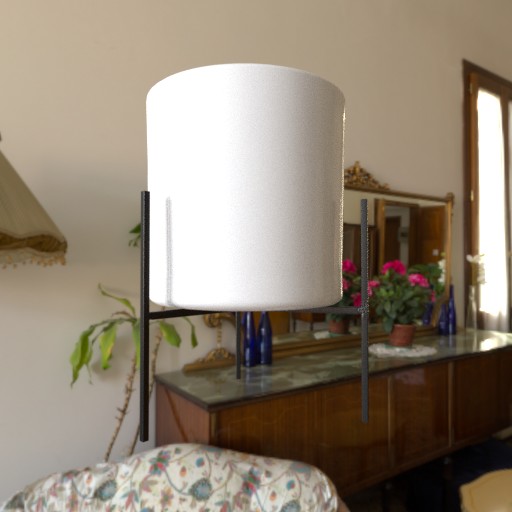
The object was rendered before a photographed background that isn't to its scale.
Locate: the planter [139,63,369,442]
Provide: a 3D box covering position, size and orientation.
[{"bbox_3d":[0.000,0.000,0.627,0.308,0.431,0.307,0,-1,19],"label":"planter"}]
